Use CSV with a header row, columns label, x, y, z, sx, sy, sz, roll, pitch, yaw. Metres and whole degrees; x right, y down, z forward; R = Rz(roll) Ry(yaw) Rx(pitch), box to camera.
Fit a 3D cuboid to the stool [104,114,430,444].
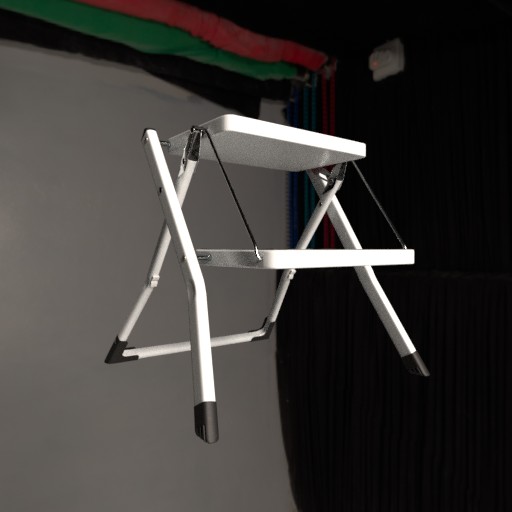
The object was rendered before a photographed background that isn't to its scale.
label,x,y,z,sx,sy,sz,roll,pitch,yaw
stool,0.000,0.000,0.854,0.485,0.445,0.490,-1,1,-37
